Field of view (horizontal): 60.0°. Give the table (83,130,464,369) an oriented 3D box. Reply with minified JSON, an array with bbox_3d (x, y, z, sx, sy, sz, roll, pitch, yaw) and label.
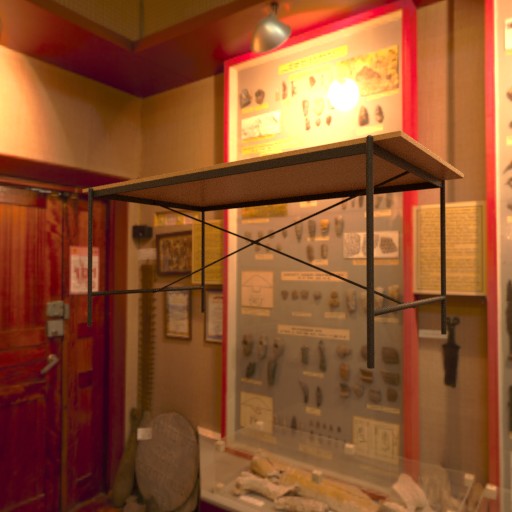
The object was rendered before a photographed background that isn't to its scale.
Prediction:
[{"bbox_3d":[0.000,0.000,2.276,1.800,0.758,0.900,-1,-1,37],"label":"table"}]
